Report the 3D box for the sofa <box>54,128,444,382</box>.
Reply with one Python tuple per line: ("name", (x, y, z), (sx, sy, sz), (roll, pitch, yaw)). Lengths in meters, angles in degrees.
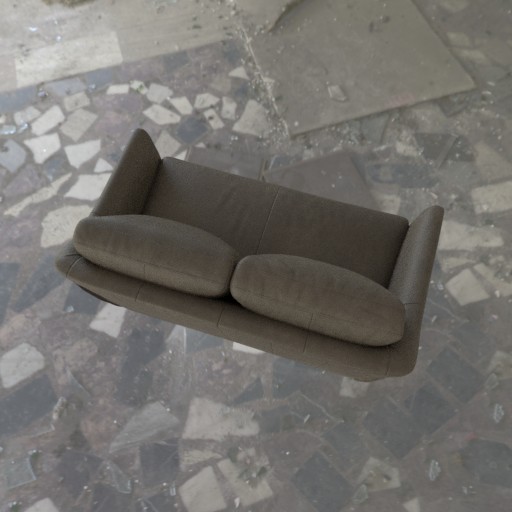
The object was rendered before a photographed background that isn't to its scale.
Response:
("sofa", (0.000, 0.000, 2.157), (1.619, 0.902, 0.960), (16, 65, 8))
